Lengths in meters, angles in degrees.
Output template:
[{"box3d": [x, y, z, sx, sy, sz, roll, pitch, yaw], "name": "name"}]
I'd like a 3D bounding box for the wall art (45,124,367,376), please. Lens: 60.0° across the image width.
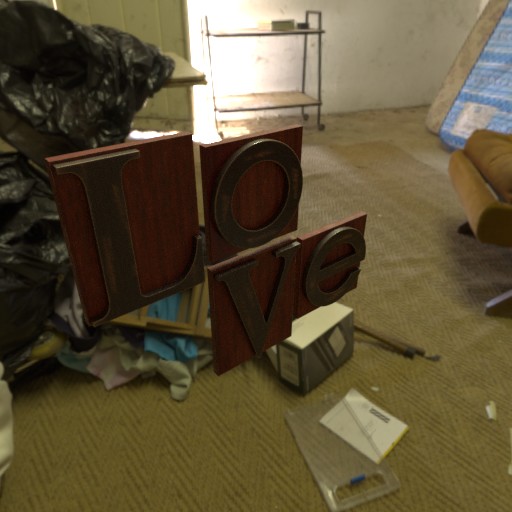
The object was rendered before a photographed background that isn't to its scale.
[{"box3d": [0.000, 0.000, 0.827, 0.635, 0.497, 0.030, -22, 37, -32], "name": "wall art"}]
